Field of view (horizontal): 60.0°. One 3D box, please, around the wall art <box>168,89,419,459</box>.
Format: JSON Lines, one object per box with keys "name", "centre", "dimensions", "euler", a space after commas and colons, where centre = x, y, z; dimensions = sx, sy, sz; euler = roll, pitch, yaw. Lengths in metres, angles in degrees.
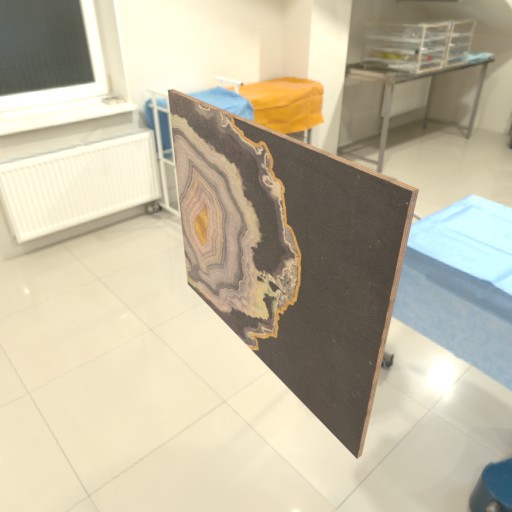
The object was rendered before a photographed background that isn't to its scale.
{"name": "wall art", "centre": [0.000, 0.000, 0.690], "dimensions": [0.010, 0.408, 0.508], "euler": [-21, 38, -29]}
